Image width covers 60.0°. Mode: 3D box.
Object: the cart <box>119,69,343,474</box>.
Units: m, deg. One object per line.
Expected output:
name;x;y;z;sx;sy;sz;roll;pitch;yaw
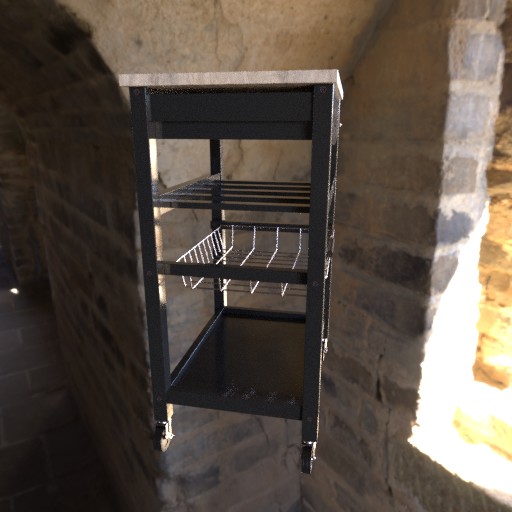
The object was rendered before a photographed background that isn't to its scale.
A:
cart;0.000;0.000;1.162;0.403;0.839;0.584;3;17;11
